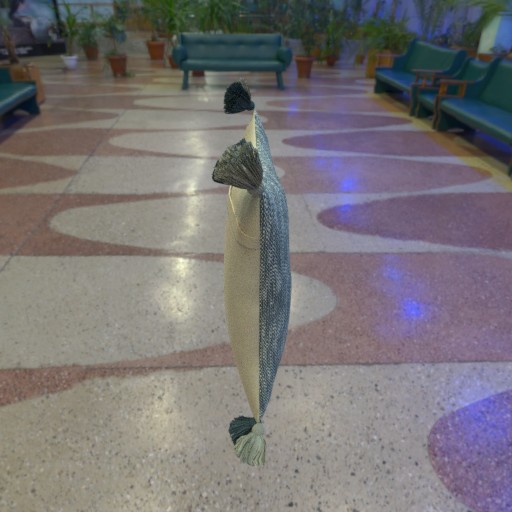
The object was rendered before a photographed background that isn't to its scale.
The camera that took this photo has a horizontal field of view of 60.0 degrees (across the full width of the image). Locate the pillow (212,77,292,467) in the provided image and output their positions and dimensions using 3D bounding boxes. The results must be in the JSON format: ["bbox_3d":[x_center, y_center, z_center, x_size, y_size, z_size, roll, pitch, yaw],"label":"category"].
[{"bbox_3d":[0.000,0.000,0.922,0.138,0.634,0.614,-1,31,-1],"label":"pillow"}]
